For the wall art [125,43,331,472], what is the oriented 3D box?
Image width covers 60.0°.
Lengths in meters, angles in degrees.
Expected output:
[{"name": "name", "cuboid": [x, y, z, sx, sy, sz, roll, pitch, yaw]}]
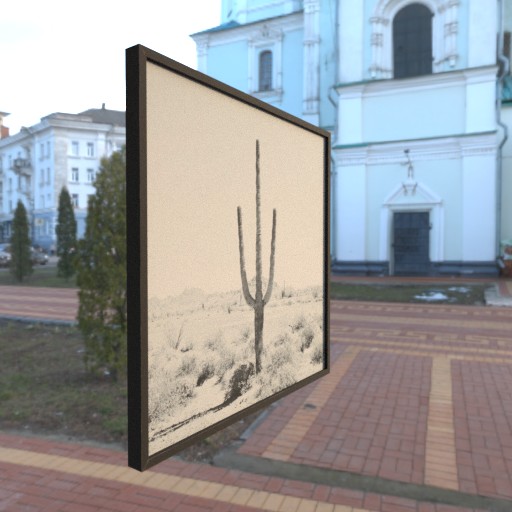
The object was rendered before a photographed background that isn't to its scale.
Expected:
[{"name": "wall art", "cuboid": [0.000, 0.000, 1.108, 0.038, 0.762, 0.762, 1, 2, 35]}]
